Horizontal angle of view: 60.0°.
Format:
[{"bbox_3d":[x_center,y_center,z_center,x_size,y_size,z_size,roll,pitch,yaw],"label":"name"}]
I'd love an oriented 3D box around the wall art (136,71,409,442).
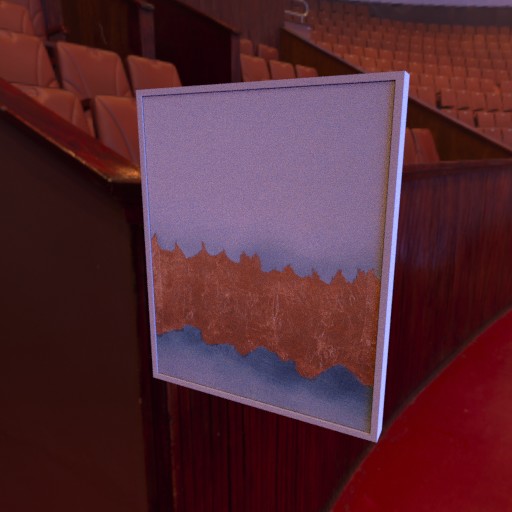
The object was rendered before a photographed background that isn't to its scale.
[{"bbox_3d":[0.000,0.000,0.755,0.451,0.553,0.039,7,16,26],"label":"wall art"}]
